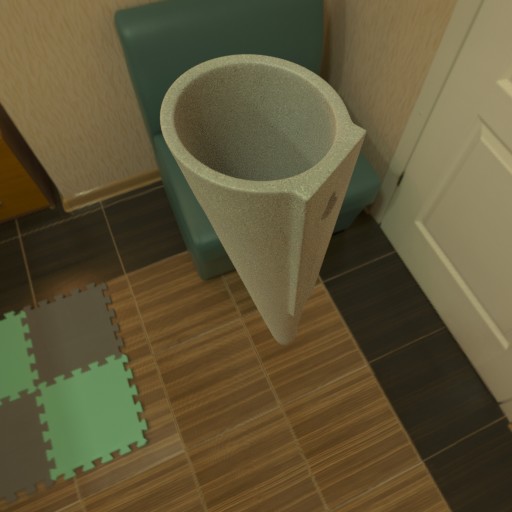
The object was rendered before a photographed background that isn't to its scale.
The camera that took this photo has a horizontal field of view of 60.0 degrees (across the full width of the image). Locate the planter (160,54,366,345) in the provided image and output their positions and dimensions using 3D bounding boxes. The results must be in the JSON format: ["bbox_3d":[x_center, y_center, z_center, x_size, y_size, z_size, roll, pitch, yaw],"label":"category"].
[{"bbox_3d":[0.000,0.000,0.226,0.064,0.191,0.057,34,67,16],"label":"planter"}]
